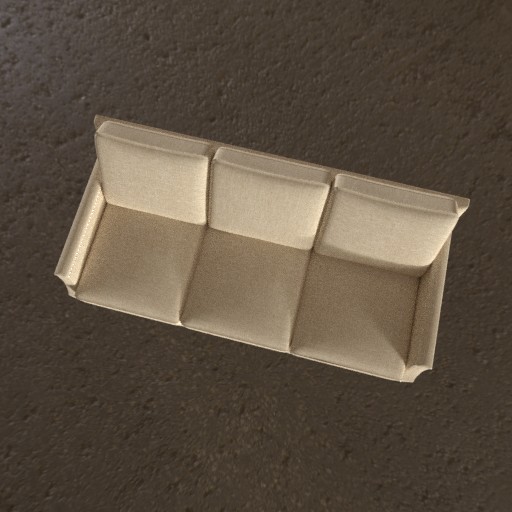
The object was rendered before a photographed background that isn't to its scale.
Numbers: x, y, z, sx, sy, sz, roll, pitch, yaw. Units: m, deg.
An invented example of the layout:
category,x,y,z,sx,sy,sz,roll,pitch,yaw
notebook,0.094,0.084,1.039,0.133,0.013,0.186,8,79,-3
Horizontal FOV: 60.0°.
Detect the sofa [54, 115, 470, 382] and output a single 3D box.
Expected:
category,x,y,z,sx,sy,sz,roll,pitch,yaw
sofa,0.000,0.000,2.735,2.210,0.940,1.041,14,76,4
